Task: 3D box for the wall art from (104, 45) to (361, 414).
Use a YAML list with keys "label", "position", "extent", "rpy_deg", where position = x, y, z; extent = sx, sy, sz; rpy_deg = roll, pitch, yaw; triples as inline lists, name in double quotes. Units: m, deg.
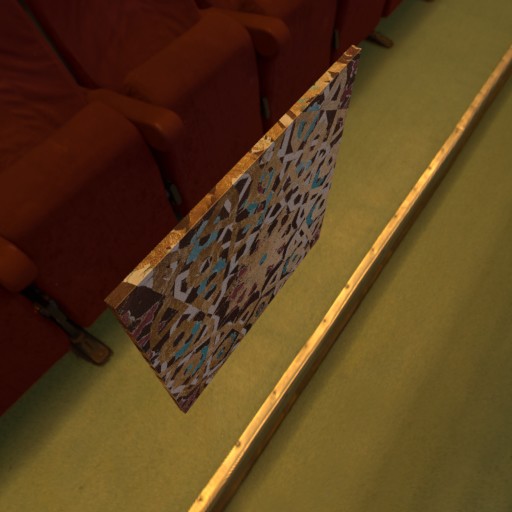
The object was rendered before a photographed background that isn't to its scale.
- label: "wall art"
  position: [0.000, 0.000, 1.142]
  extent: [0.028, 0.762, 0.757]
  rpy_deg: [31, 64, 17]
